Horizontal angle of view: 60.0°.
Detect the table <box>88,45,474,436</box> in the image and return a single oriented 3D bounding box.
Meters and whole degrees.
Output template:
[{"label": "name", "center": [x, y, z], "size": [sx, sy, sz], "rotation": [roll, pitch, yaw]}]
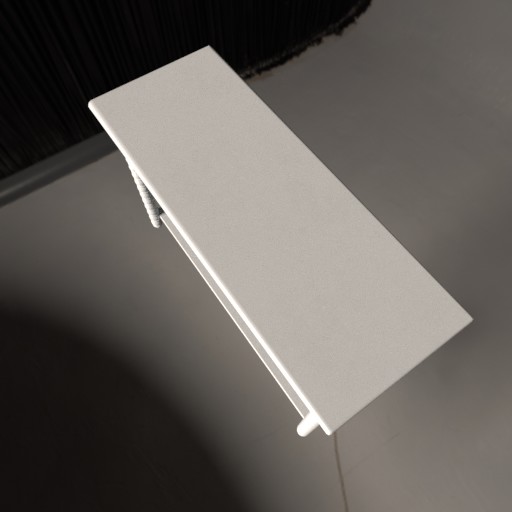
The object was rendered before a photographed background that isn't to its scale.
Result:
[{"label": "table", "center": [0.000, 0.000, 1.547], "size": [0.459, 0.740, 1.184], "rotation": [-32, 68, -15]}]
